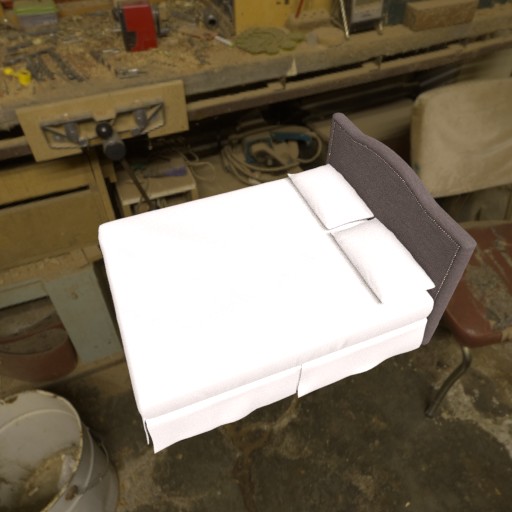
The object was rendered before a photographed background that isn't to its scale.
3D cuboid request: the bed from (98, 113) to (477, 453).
[{"bbox_3d":[0.000,0.000,4.004,2.689,1.457,2.161,-16,49,-15],"label":"bed"}]
